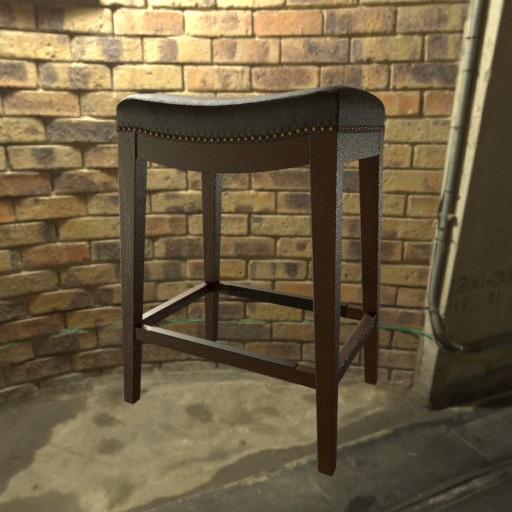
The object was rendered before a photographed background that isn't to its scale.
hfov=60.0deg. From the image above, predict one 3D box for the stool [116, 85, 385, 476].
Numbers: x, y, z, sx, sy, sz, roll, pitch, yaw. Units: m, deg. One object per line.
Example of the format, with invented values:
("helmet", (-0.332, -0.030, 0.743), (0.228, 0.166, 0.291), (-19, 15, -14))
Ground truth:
("stool", (0.000, 0.000, 0.954), (0.490, 0.664, 0.353), (8, 18, 26))
